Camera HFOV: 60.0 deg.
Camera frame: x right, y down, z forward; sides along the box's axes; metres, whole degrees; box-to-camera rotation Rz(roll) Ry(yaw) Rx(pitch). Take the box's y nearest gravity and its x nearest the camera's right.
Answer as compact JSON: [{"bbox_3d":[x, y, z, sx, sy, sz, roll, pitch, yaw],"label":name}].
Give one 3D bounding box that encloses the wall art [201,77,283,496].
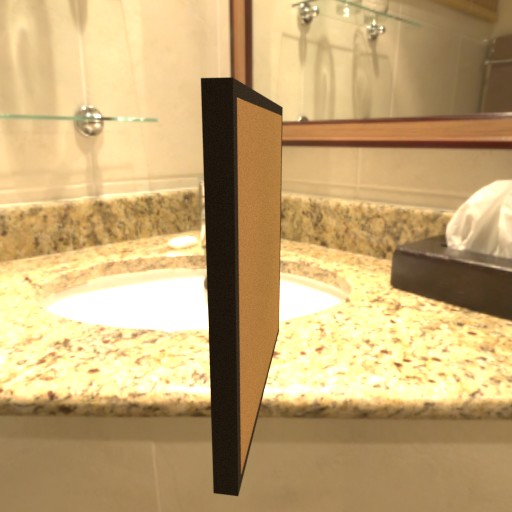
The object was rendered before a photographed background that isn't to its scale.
[{"bbox_3d":[0.000,0.000,0.752,0.033,0.507,0.508,2,16,9],"label":"wall art"}]
